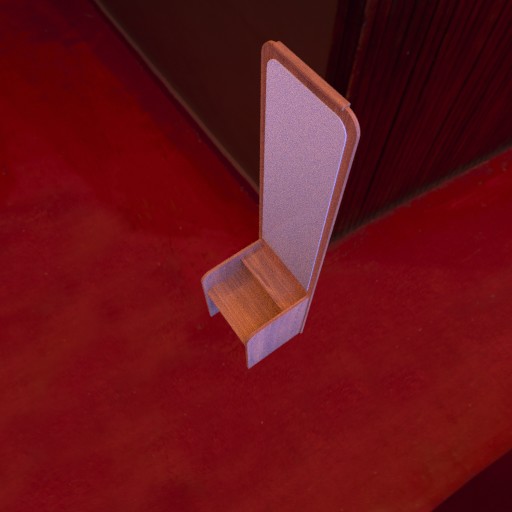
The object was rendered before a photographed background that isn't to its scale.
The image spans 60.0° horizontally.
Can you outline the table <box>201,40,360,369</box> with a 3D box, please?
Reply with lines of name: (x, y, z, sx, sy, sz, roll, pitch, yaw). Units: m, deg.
table: (0.000, 0.000, 2.018, 0.420, 1.830, 0.450, -33, 67, -16)
